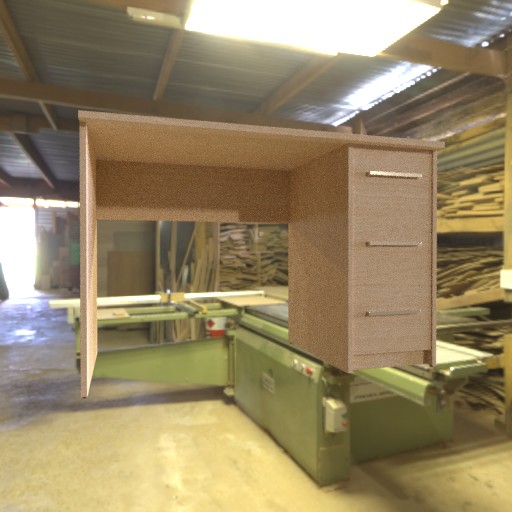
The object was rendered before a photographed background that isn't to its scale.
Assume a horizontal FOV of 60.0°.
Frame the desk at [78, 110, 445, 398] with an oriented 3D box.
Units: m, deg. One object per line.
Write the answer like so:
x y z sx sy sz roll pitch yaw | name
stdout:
0.000 0.000 1.535 1.097 0.735 0.560 0 1 -17 | desk
